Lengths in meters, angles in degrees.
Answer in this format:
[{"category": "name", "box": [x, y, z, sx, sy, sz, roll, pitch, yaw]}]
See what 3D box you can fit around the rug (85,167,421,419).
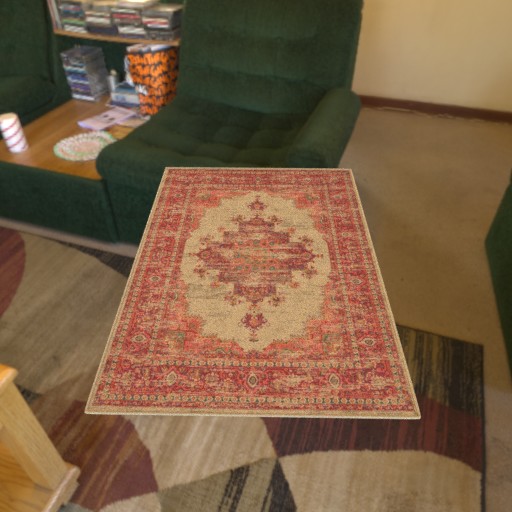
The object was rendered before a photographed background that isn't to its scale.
[{"category": "rug", "box": [0.000, 0.000, 2.874, 1.555, 0.011, 2.232, 1, 41, 1]}]
